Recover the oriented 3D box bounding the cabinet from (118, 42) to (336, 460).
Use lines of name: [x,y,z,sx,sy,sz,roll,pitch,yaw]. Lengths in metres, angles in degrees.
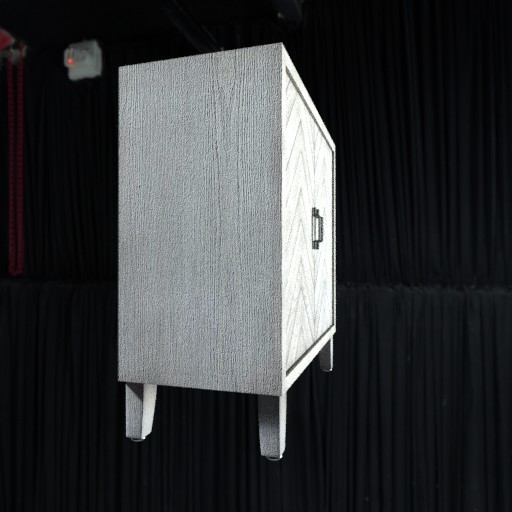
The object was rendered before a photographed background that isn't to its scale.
cabinet: [0.000,0.000,1.246,0.370,0.787,0.781,0,-1,17]
